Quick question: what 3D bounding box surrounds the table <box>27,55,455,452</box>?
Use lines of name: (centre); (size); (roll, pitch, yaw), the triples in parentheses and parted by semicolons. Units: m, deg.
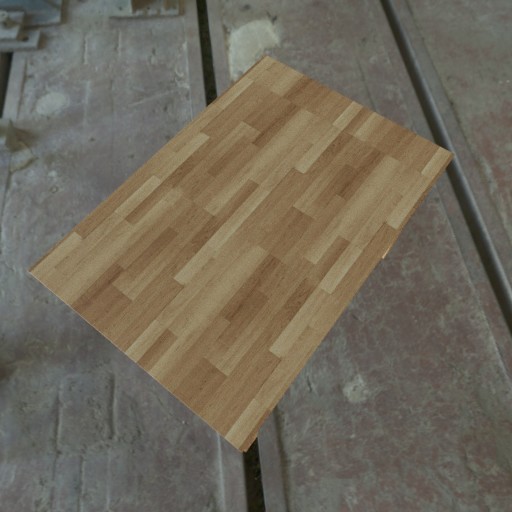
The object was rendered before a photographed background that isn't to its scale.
table: (0.000, 0.000, 1.902); (0.900, 0.750, 1.300); (34, 68, 16)
